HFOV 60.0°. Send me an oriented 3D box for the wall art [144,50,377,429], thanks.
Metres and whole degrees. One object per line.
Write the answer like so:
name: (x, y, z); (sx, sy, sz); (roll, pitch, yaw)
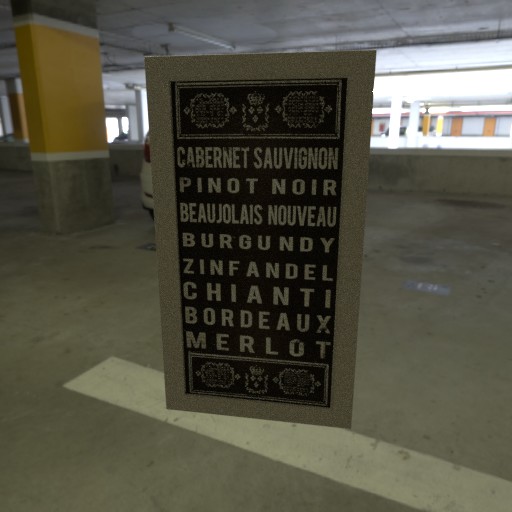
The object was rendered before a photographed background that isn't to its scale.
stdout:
wall art: (0.000, 0.000, 0.813); (0.380, 0.683, 0.013); (3, 16, 9)
